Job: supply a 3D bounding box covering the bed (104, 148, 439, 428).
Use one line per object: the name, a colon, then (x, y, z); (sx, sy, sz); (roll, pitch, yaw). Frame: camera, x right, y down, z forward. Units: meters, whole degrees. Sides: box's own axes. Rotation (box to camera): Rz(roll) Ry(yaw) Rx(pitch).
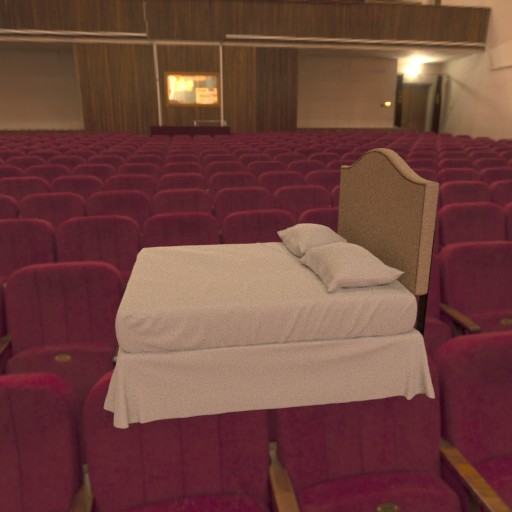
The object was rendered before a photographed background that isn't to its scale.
bed: (0.000, 0.000, 3.498); (2.221, 1.645, 1.876); (-2, 15, -9)
